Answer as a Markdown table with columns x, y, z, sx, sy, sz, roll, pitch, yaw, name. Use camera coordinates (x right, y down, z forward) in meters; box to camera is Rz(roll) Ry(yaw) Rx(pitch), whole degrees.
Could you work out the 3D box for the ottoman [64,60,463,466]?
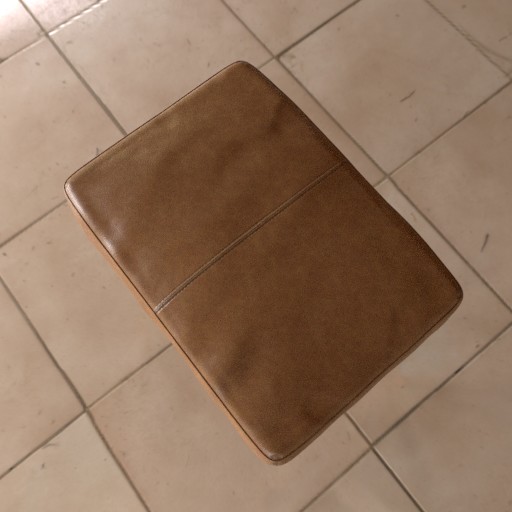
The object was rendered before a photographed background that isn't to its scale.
| x | y | z | sx | sy | sz | roll | pitch | yaw | name |
| --- | --- | --- | --- | --- | --- | --- | --- | --- | --- |
| 0.000 | 0.000 | 1.216 | 0.630 | 0.461 | 0.869 | -38 | 79 | -9 | ottoman |
